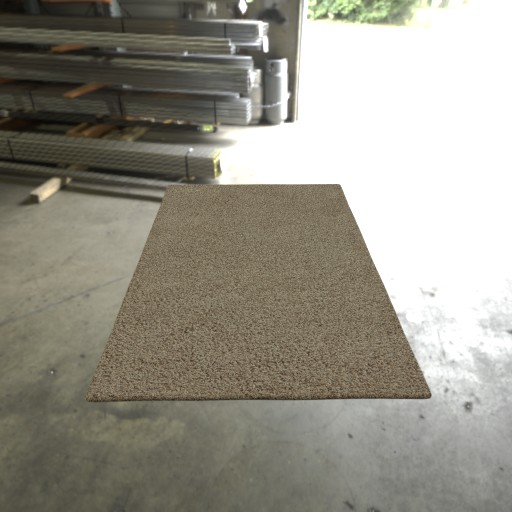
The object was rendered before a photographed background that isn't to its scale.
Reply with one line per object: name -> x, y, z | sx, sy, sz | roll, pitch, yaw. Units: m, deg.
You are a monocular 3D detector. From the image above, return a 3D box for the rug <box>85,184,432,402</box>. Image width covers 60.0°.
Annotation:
rug -> 0.000, 0.000, 3.416 | 1.778, 0.030, 2.743 | 0, 32, -1
